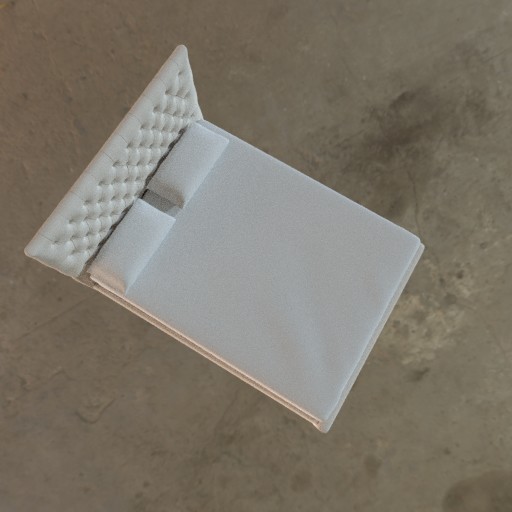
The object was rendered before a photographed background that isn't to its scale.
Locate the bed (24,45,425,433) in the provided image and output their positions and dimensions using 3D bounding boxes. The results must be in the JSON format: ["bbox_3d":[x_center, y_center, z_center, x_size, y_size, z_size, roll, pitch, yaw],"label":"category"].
[{"bbox_3d":[0.000,0.000,3.318,2.233,1.426,1.696,30,78,7],"label":"bed"}]
